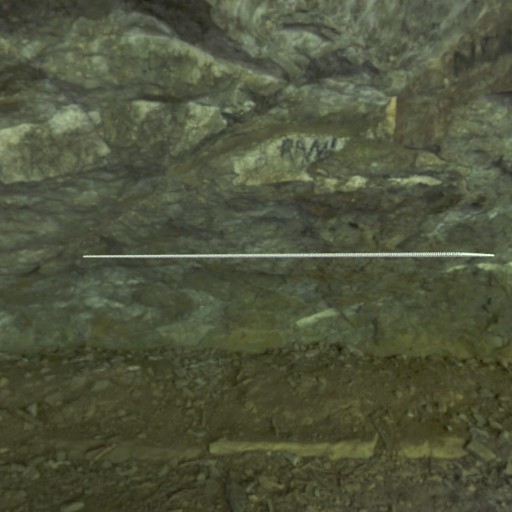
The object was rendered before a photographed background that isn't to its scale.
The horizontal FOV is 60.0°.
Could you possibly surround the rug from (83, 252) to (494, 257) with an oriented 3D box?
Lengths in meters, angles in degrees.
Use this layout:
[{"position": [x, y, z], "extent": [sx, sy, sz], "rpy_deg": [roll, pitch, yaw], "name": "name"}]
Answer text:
[{"position": [0.000, 0.000, 1.986], "extent": [1.824, 0.009, 0.562], "rpy_deg": [0, -1, 36], "name": "rug"}]
